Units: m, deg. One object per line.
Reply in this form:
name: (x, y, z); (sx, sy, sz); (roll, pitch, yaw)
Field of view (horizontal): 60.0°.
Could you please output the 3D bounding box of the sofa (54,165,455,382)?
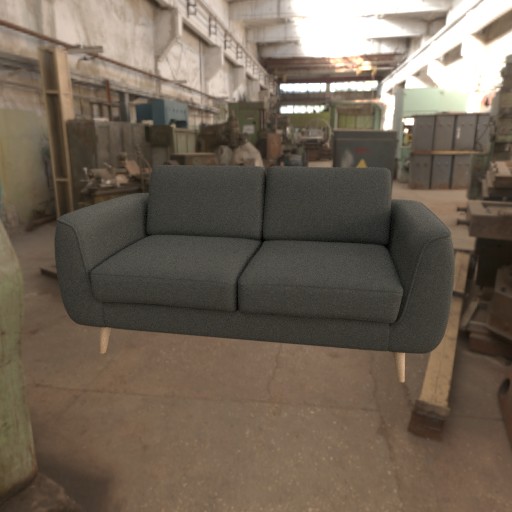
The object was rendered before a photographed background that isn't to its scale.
sofa: (0.000, 0.000, 2.234); (1.700, 0.850, 0.920); (3, 16, 10)
